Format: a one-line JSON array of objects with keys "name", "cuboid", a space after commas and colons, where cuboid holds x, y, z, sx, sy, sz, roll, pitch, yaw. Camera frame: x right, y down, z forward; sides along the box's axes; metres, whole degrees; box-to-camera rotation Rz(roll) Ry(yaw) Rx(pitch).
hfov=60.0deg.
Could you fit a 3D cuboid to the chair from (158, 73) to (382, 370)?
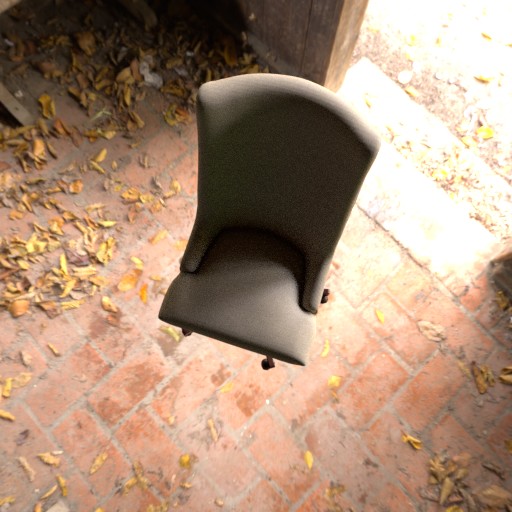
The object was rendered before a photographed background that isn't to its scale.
[{"name": "chair", "cuboid": [0.000, 0.000, 1.469, 0.645, 1.010, 0.696, 17, 78, 4]}]
